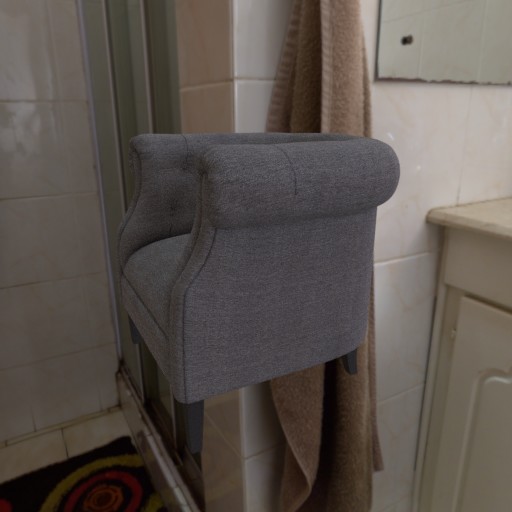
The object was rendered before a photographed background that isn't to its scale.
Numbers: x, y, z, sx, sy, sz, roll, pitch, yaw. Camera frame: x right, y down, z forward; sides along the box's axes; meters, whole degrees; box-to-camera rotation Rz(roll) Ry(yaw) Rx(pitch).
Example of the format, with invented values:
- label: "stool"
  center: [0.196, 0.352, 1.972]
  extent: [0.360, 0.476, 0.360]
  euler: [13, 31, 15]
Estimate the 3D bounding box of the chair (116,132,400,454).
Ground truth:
- label: "chair"
  center: [0.000, 0.000, 1.570]
  extent: [0.852, 0.827, 0.905]
  euler: [-9, 20, -26]
